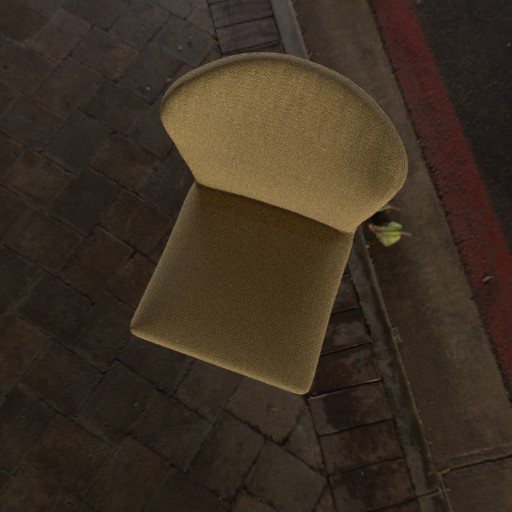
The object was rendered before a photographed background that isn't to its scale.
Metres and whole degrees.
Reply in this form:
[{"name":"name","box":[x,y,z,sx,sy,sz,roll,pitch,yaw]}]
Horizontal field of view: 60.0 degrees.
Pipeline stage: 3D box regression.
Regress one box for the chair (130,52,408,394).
[{"name":"chair","box":[0.000,0.000,1.161,0.491,0.839,0.589,19,77,5]}]
